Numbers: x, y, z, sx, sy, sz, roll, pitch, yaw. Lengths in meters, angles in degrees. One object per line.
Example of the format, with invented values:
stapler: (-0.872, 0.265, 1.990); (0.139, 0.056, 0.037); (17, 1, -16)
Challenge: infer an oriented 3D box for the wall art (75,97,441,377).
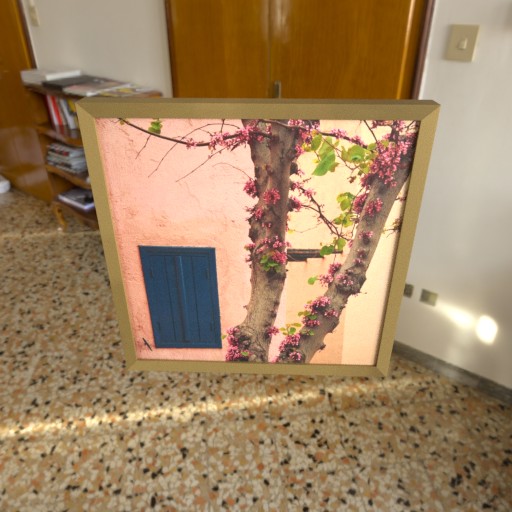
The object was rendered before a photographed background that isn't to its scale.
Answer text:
wall art: (0.000, 0.000, 0.757); (0.507, 0.508, 0.038); (1, 30, 2)
